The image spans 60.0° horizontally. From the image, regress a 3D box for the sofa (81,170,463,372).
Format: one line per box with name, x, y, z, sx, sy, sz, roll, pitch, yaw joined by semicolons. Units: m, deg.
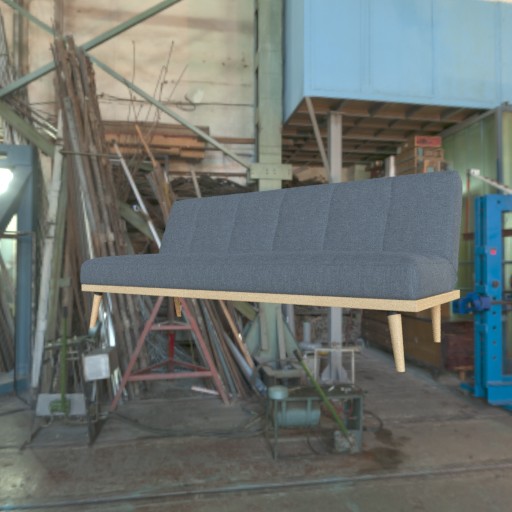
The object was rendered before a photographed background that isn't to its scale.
sofa;0.000;0.000;2.236;1.820;0.770;0.820;-1;-1;35
